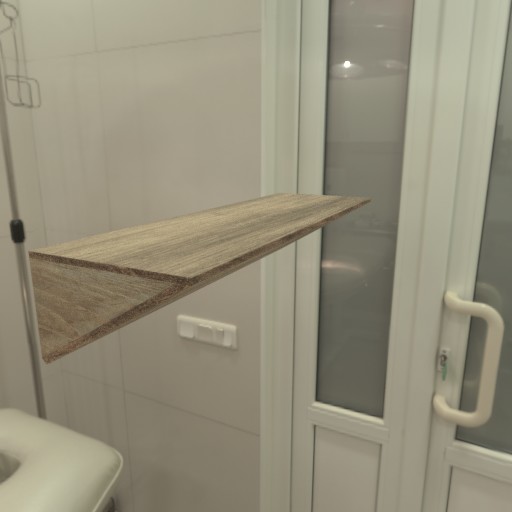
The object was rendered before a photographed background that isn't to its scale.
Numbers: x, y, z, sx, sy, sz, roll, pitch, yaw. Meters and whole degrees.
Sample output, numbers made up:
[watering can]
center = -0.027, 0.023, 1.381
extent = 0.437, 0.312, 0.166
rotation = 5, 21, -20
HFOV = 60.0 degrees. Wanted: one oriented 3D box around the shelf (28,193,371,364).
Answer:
[shelf]
center = 0.000, 0.000, 0.679
extent = 0.200, 0.125, 0.610
rotation = 7, 16, 27
